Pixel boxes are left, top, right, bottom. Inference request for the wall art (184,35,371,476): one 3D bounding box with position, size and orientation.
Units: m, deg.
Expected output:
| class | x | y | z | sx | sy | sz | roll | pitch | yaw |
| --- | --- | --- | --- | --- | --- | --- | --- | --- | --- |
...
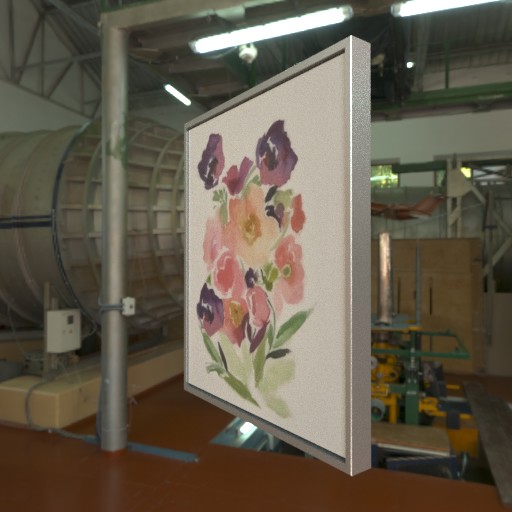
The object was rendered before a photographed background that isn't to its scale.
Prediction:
| class | x | y | z | sx | sy | sz | roll | pitch | yaw |
| --- | --- | --- | --- | --- | --- | --- | --- | --- | --- |
| wall art | 0.000 | 0.000 | 0.745 | 0.038 | 0.549 | 0.452 | 0 | 0 | -36 |
